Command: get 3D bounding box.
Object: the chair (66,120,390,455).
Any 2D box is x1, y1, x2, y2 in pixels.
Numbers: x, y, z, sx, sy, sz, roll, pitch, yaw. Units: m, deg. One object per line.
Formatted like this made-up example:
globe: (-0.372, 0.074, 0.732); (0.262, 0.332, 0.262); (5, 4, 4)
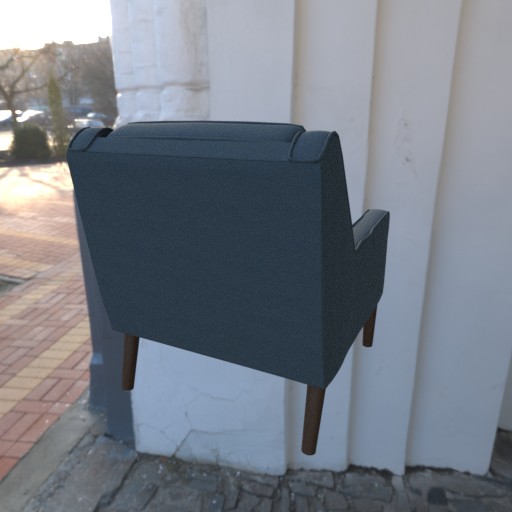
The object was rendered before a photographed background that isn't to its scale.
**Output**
chair: (0.000, 0.000, 1.325); (0.663, 0.780, 0.733); (9, 20, 26)
